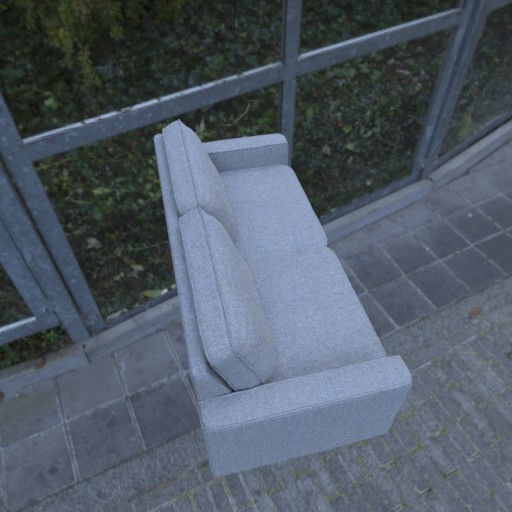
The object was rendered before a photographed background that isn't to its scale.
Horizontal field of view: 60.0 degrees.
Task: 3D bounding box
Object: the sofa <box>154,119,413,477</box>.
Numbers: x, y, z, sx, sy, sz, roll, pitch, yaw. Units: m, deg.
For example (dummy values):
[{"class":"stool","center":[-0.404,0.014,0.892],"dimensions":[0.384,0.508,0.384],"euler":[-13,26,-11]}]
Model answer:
[{"class":"sofa","center":[0.000,0.000,2.612],"dimensions":[0.945,0.918,2.078],"euler":[-10,47,-9]}]
